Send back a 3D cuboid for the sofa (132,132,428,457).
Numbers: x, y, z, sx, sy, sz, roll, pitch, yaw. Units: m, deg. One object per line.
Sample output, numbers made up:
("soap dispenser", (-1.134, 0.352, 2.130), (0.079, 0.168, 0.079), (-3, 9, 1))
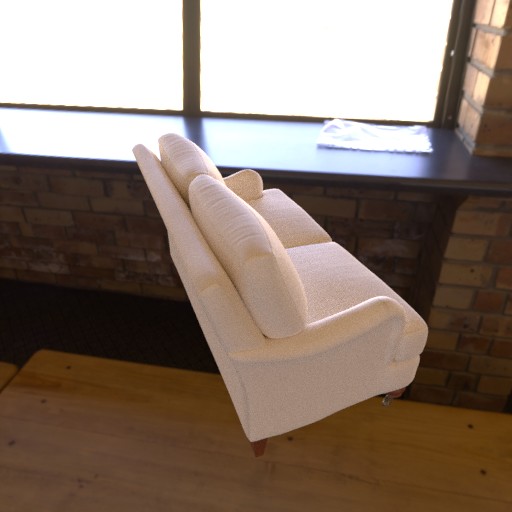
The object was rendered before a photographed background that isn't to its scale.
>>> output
("sofa", (0.000, 0.000, 2.592), (1.084, 1.101, 1.853), (-11, 32, -18))
